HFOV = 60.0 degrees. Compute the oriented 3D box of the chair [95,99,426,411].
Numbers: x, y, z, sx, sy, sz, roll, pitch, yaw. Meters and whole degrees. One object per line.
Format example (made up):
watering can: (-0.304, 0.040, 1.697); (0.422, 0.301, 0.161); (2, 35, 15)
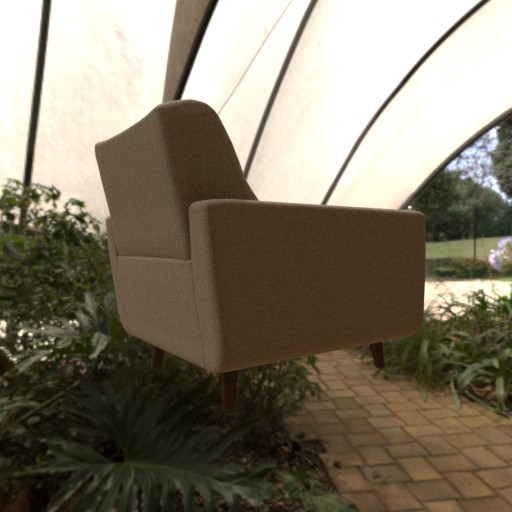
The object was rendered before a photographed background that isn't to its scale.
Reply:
chair: (0.000, 0.000, 1.834); (1.128, 0.965, 0.897); (-1, 2, -36)
